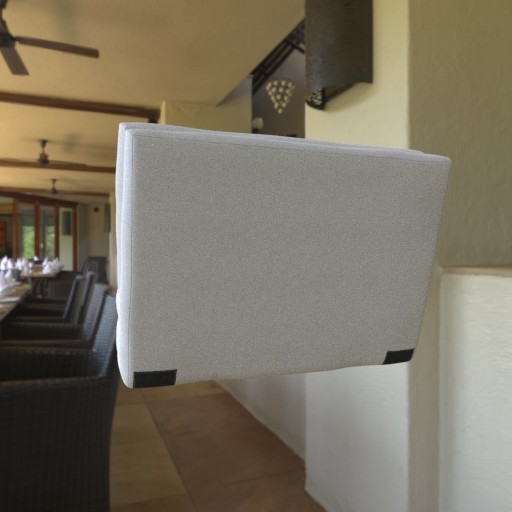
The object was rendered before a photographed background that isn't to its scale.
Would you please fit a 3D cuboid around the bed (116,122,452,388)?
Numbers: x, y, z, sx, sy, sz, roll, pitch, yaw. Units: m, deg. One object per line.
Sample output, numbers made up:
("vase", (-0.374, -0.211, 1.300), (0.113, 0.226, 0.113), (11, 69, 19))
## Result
("bed", (0.000, 0.000, 1.310), (0.799, 0.614, 0.749), (0, 0, -19))
